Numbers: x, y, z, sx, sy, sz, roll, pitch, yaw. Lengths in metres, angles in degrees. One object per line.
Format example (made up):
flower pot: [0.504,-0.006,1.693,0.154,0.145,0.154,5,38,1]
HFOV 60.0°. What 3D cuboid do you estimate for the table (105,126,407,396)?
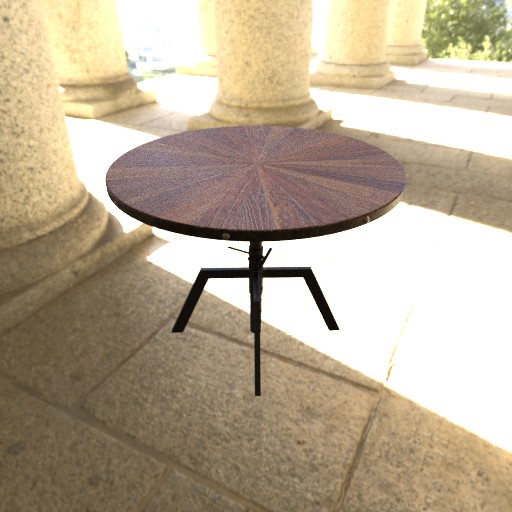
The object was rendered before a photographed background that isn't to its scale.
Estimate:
table: [0.000,0.000,1.519,0.885,0.658,0.885,0,31,0]
